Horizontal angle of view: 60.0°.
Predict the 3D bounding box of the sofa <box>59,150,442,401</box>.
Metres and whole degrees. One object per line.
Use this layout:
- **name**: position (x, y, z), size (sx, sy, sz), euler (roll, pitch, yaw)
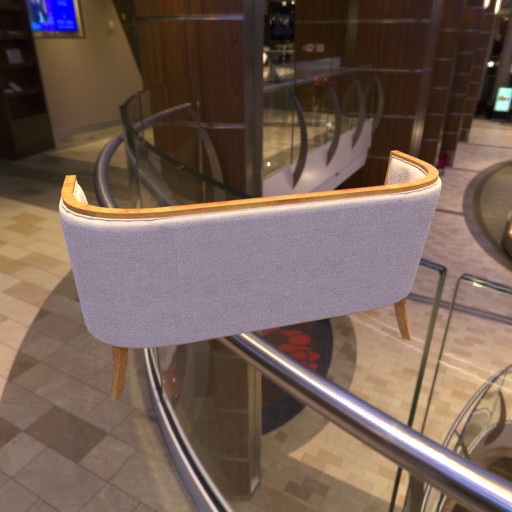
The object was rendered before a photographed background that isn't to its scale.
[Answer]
- **sofa**: position (0.000, 0.000, 1.947), size (1.474, 0.775, 0.770), euler (-8, 27, -15)
